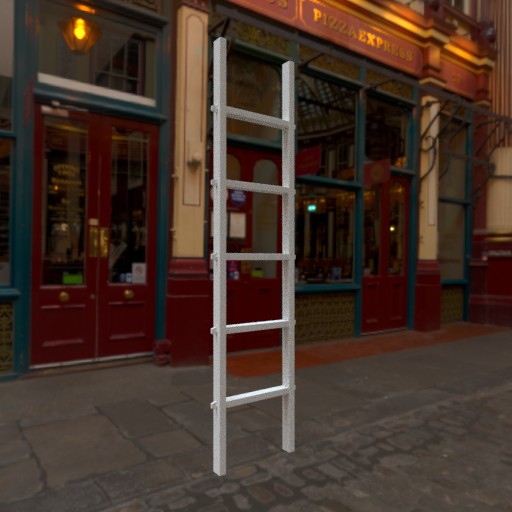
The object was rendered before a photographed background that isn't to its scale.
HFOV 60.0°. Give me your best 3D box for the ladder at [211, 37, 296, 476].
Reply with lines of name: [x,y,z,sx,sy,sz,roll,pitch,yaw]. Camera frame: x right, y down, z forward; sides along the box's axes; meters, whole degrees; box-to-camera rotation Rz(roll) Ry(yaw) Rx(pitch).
ladder: [0.000,0.000,1.951,0.452,1.797,0.051,0,-1,-36]
